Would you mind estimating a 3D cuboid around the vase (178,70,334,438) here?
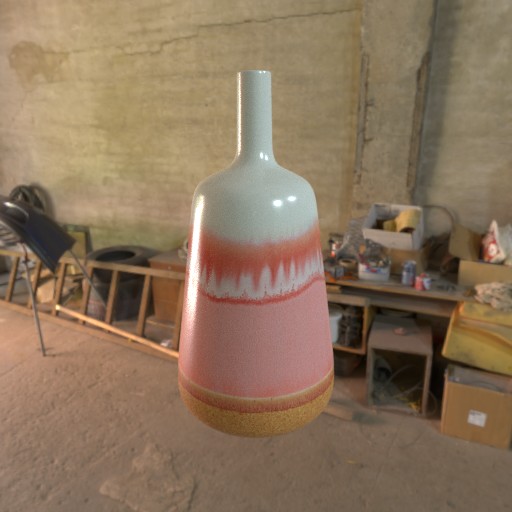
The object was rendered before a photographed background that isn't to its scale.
[{"bbox_3d":[0.000,0.000,0.384,0.144,0.296,0.144,0,17,0],"label":"vase"}]
